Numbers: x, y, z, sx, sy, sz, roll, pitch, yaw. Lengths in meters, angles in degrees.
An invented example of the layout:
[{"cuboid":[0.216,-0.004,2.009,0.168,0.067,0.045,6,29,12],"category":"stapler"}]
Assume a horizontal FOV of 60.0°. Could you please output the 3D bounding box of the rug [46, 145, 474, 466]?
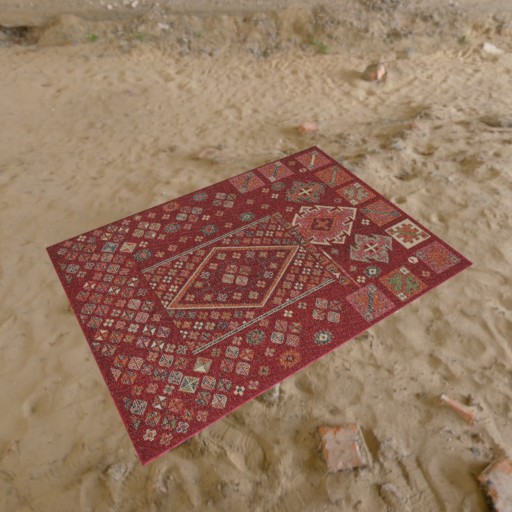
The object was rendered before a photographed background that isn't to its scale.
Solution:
[{"cuboid":[0.000,0.000,4.206,3.306,0.011,2.389,-25,51,-22],"category":"rug"}]
